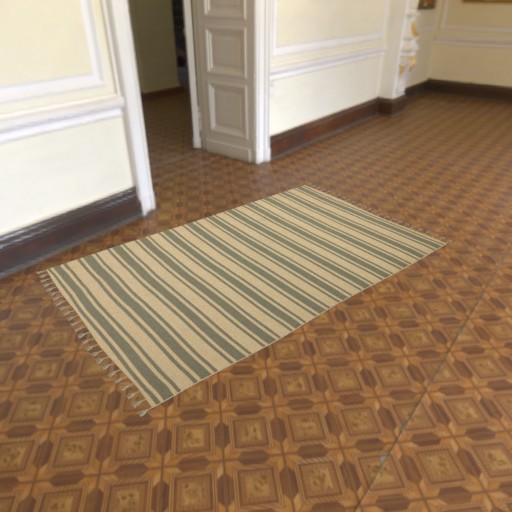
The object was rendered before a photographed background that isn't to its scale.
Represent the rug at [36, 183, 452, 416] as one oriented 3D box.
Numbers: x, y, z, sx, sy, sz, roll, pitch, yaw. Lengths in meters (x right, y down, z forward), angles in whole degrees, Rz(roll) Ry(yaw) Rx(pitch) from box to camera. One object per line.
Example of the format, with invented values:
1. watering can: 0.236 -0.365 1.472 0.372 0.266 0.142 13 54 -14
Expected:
1. rug: 0.000 0.000 2.527 2.084 0.009 1.222 -22 37 -33
